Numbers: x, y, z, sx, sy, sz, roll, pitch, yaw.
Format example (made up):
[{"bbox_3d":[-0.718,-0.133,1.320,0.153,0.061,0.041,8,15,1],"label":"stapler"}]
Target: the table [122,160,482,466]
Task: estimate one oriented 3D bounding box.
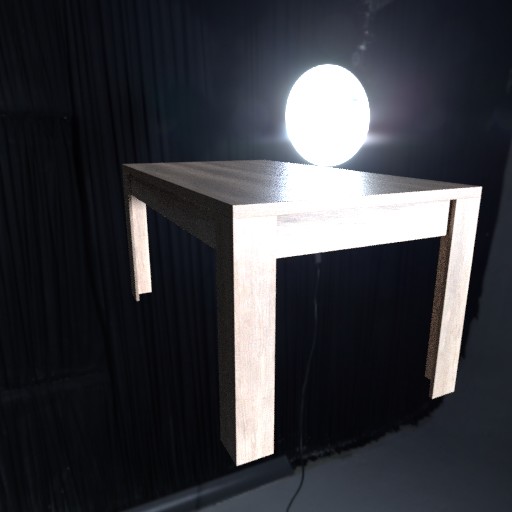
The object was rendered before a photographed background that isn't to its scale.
[{"bbox_3d":[0.000,0.000,2.086,0.900,0.775,1.600,-7,17,-25],"label":"table"}]
